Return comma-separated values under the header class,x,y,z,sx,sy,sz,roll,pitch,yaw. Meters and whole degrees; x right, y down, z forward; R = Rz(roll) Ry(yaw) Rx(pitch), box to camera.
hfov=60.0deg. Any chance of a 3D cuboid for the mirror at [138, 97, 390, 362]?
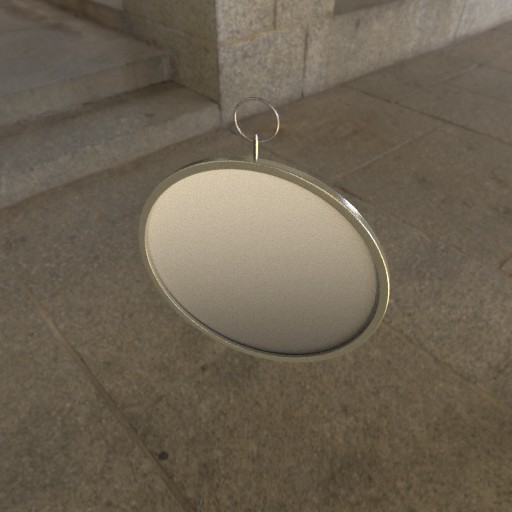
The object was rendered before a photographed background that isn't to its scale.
class,x,y,z,sx,sy,sz,roll,pitch,yaw
mirror,0.000,0.000,0.984,0.594,0.713,0.020,12,43,14
